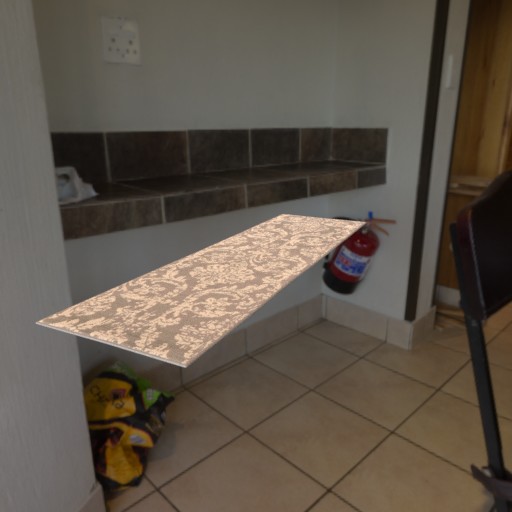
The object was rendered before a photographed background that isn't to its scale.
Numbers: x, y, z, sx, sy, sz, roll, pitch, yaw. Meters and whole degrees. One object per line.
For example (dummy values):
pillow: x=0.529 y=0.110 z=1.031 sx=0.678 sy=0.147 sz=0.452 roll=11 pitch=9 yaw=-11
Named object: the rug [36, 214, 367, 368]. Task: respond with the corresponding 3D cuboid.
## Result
rug: x=0.000 y=0.000 z=2.382 sx=0.662 sy=0.011 sz=2.196 roll=8 pitch=19 yaw=26
